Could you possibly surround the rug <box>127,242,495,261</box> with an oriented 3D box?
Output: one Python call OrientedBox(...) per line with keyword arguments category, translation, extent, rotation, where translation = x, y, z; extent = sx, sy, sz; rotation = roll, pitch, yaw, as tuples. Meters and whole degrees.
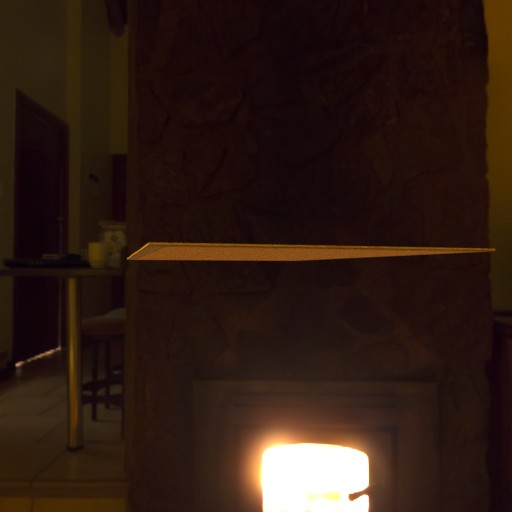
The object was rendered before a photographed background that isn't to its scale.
OrientedBox(category="rug", translation=(0.000, 0.000, 2.262), extent=(1.213, 0.010, 1.829), rotation=(1, -2, -18))
